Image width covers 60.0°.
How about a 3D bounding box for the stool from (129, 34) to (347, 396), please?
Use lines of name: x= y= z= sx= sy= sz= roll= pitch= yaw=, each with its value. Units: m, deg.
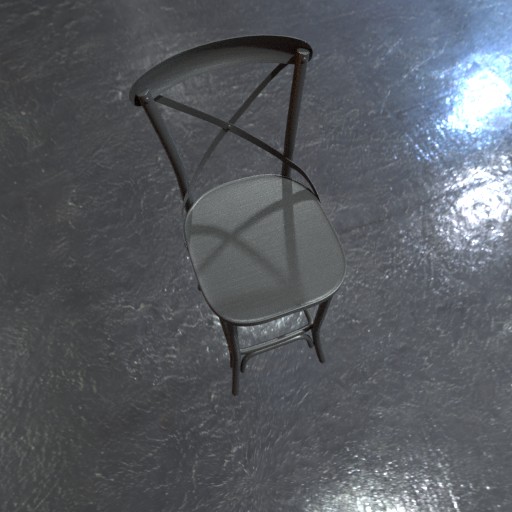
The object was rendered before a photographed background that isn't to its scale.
stool: x=0.000 y=0.000 z=1.438 sx=0.457 sy=1.168 sz=0.584 roll=-18 pitch=64 yaw=-9
